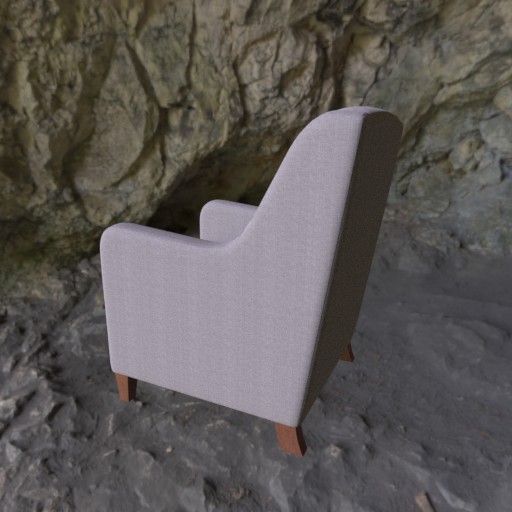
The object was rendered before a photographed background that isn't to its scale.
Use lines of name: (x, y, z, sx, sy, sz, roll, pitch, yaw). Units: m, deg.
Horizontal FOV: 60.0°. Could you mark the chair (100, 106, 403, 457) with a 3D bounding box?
chair: (0.000, 0.000, 1.631, 0.890, 1.017, 0.715, 7, 16, 24)
